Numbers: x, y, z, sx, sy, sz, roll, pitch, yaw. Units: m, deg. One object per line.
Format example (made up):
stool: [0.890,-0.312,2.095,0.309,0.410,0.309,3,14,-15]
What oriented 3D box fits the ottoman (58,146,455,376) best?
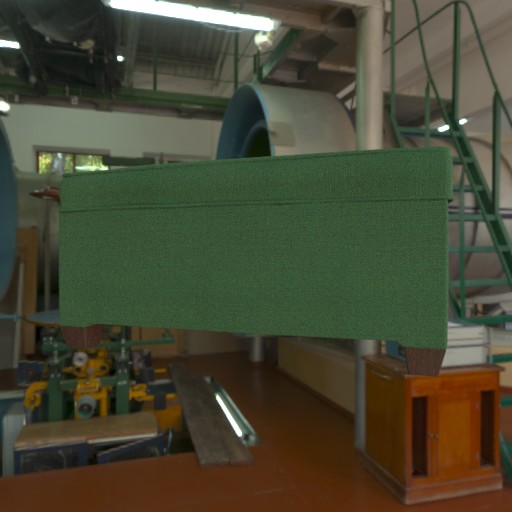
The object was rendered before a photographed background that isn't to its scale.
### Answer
ottoman: [0.000,0.000,1.202,0.957,0.471,0.483,0,1,18]
